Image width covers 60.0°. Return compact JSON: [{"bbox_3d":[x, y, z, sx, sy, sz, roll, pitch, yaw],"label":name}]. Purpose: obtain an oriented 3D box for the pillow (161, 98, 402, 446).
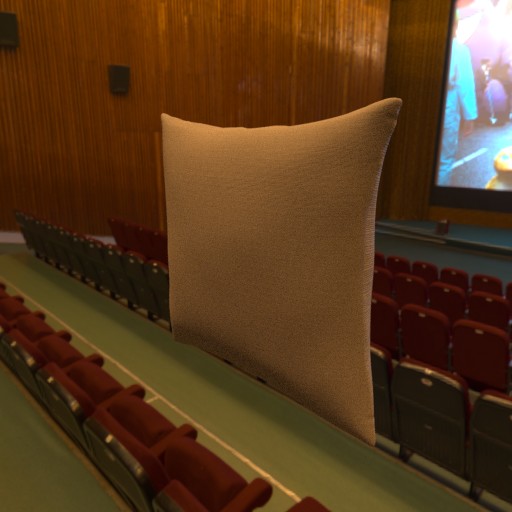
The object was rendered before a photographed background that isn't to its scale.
[{"bbox_3d":[0.000,0.000,0.775,0.204,0.497,0.512,-15,22,-43],"label":"pillow"}]
